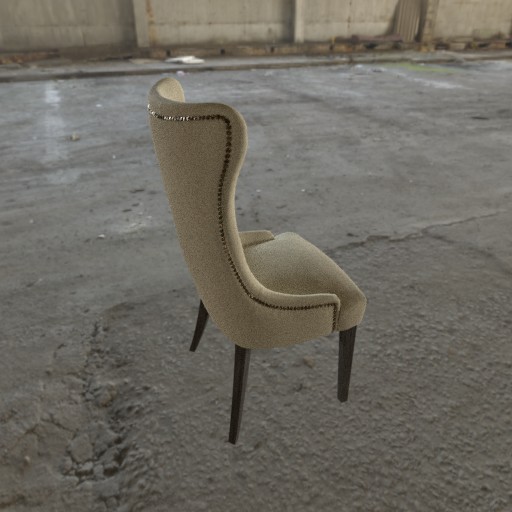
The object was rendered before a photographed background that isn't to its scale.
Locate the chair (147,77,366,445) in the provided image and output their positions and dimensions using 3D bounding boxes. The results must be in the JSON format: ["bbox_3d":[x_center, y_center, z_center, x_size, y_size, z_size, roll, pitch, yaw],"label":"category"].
[{"bbox_3d":[0.000,0.000,1.460,0.590,1.065,0.584,-11,30,-20],"label":"chair"}]
